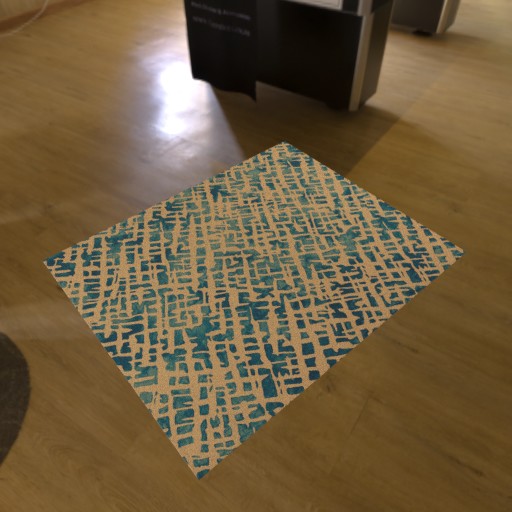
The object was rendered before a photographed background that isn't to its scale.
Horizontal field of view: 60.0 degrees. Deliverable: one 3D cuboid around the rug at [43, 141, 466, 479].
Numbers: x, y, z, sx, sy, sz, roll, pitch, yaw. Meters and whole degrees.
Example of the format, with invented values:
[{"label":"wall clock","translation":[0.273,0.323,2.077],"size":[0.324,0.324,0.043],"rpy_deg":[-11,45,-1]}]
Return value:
[{"label":"rug","translation":[0.000,0.000,4.038],"size":[3.007,0.007,2.435],"rpy_deg":[-32,54,-26]}]
